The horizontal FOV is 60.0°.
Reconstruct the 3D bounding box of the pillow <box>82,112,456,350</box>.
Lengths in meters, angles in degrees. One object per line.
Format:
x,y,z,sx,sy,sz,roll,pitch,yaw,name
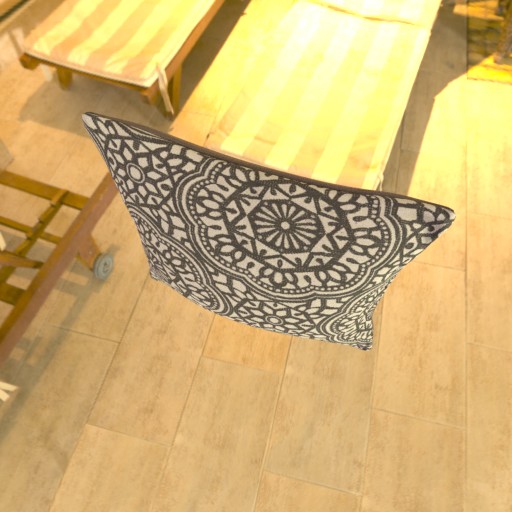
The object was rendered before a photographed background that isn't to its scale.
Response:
0.000,0.000,0.654,0.436,0.417,0.148,17,61,10,pillow
